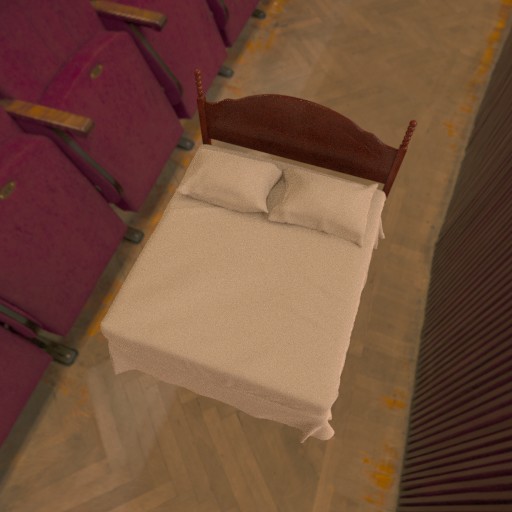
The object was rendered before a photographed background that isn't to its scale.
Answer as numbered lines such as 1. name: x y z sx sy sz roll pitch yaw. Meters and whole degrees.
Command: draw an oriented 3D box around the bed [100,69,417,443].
1. bed: 0.000 0.000 3.256 1.873 1.356 2.040 17 61 10
